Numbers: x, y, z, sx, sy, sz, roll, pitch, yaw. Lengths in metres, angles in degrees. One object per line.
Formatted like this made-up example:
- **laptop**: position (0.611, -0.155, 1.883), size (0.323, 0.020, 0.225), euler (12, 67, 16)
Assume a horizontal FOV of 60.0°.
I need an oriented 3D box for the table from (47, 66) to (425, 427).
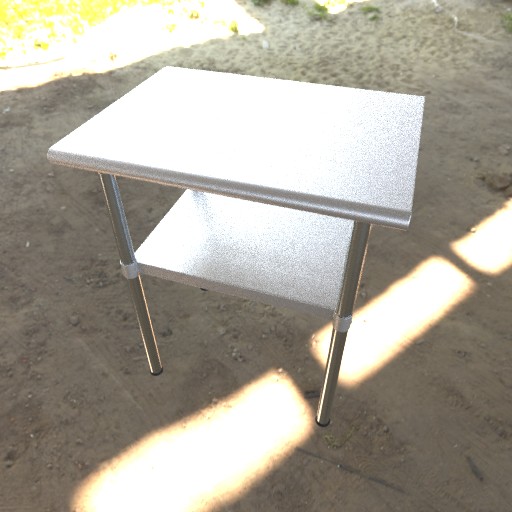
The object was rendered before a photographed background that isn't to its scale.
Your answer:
- **table**: position (0.000, 0.000, 1.358), size (0.762, 0.876, 0.584), euler (12, 43, 14)
